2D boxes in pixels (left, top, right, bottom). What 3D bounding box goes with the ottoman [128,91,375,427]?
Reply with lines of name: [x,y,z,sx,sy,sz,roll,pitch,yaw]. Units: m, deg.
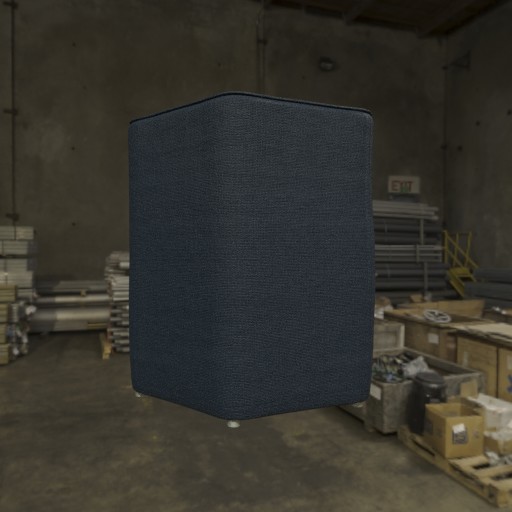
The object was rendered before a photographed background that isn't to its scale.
ottoman: [0.000,0.000,0.887,0.492,0.505,0.454,0,1,-18]
